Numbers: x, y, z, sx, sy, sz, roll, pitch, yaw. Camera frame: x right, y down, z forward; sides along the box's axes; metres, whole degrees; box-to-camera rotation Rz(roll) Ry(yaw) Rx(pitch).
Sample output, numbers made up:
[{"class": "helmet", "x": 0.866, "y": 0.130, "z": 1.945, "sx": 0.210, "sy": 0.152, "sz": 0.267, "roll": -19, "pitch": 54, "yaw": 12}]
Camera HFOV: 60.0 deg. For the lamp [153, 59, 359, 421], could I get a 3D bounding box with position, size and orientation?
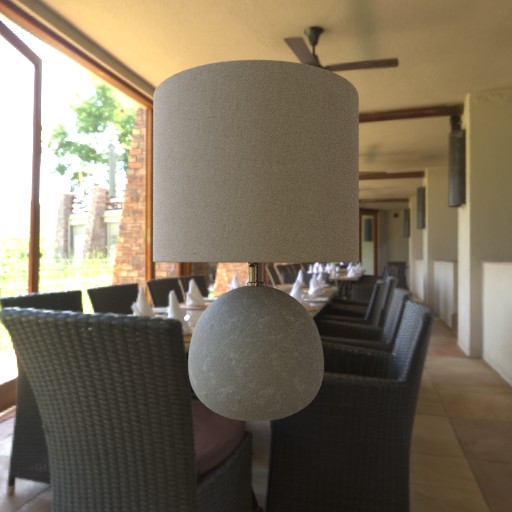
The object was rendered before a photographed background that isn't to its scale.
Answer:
[{"class": "lamp", "x": 0.000, "y": 0.000, "z": 0.594, "sx": 0.269, "sy": 0.409, "sz": 0.269, "roll": 0, "pitch": 0, "yaw": 19}]
